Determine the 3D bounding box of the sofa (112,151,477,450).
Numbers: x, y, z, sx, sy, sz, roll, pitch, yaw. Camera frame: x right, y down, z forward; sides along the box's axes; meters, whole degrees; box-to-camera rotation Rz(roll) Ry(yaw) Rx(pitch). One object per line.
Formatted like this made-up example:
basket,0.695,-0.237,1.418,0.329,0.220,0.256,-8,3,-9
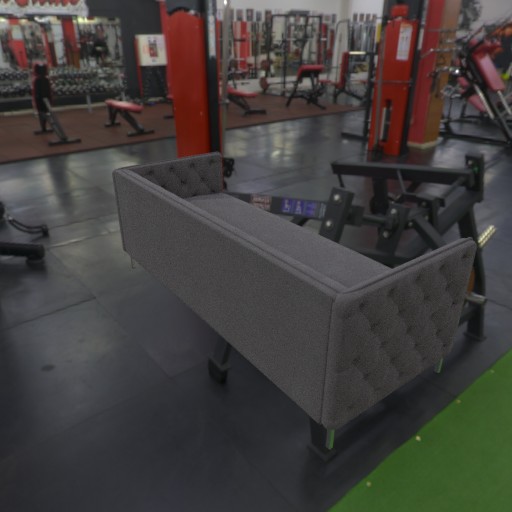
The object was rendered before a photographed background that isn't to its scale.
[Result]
sofa,0.000,0.000,2.678,0.895,0.771,2.209,-18,32,-33
